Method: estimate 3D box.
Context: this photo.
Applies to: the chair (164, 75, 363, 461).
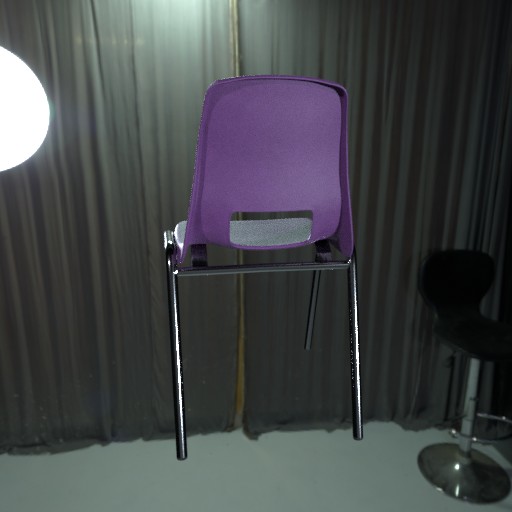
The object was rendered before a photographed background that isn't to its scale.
[{"bbox_3d":[0.000,0.000,0.934,0.381,0.654,0.432,-2,14,-9],"label":"chair"}]
